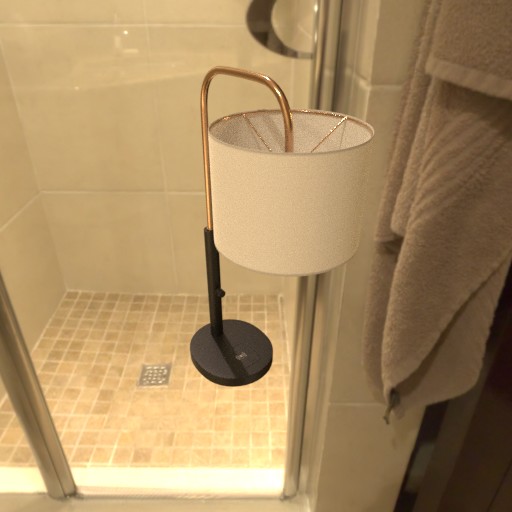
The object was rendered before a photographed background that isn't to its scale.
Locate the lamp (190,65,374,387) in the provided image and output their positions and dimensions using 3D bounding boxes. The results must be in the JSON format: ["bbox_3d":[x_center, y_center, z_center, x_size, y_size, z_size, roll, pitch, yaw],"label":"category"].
[{"bbox_3d":[0.000,0.000,0.697,0.199,0.540,0.337,-21,37,-31],"label":"lamp"}]
